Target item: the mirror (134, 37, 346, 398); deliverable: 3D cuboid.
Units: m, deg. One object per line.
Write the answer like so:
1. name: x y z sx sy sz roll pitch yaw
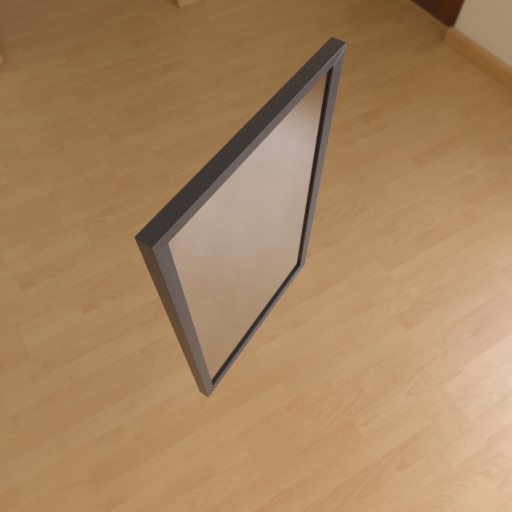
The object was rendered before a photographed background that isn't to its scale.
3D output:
1. mirror: 0.000 0.000 1.185 0.040 0.915 0.609 30 63 17
